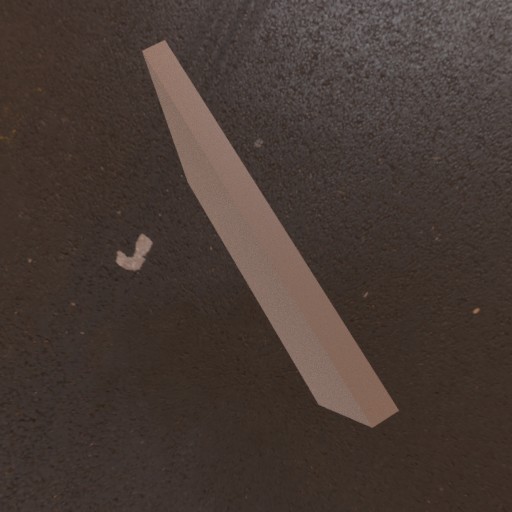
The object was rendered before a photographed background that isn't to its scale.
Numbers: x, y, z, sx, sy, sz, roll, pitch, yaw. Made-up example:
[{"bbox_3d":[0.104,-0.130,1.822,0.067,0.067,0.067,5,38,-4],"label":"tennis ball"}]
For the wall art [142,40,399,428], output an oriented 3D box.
[{"bbox_3d":[0.000,0.000,1.415,0.066,0.801,1.056,-29,77,-8],"label":"wall art"}]
